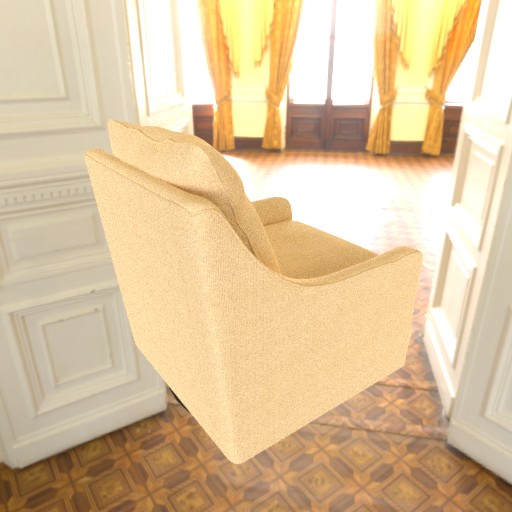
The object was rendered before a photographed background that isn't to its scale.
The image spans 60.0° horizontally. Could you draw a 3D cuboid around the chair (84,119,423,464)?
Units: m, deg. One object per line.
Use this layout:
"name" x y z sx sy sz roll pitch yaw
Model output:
"chair" 0.000 0.000 1.548 0.876 0.927 0.760 -17 30 -32
